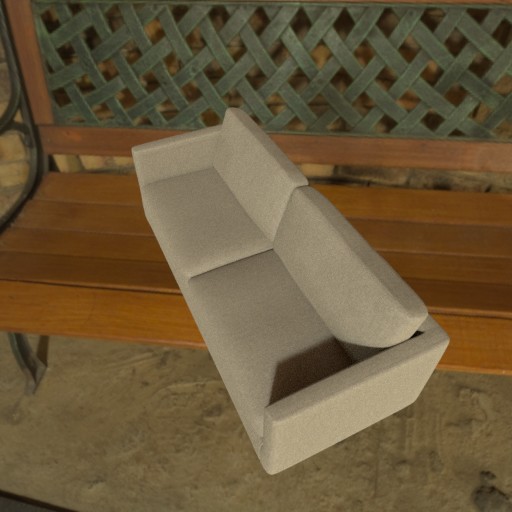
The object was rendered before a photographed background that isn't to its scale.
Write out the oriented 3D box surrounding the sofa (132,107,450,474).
[{"bbox_3d":[0.000,0.000,2.748,0.956,0.963,2.208,-19,50,-17],"label":"sofa"}]
